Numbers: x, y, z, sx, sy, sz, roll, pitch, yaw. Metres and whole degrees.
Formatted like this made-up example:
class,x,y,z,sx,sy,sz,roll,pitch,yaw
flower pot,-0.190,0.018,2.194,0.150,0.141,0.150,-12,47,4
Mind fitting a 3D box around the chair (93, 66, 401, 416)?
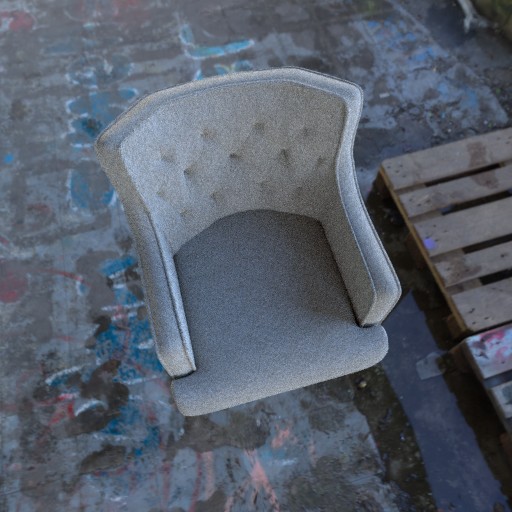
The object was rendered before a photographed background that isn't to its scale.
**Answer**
class,x,y,z,sx,sy,sz,roll,pitch,yaw
chair,0.000,0.000,1.645,0.820,0.920,0.910,-14,64,-7
